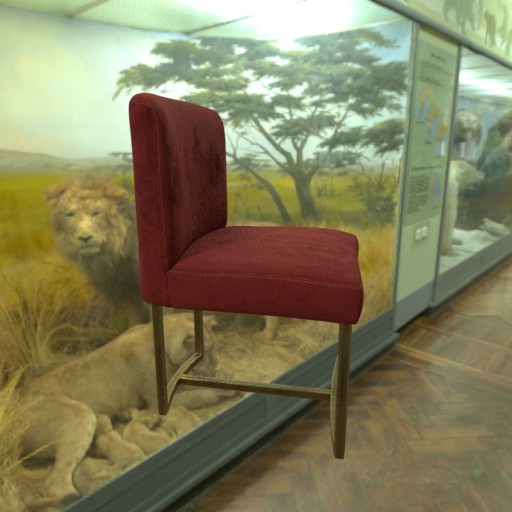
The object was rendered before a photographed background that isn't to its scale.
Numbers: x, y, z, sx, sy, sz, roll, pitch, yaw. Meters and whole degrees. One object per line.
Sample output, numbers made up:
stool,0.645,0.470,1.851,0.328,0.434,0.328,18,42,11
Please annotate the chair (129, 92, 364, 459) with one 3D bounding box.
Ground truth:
chair,0.000,0.000,1.207,0.560,0.824,0.530,3,15,11
